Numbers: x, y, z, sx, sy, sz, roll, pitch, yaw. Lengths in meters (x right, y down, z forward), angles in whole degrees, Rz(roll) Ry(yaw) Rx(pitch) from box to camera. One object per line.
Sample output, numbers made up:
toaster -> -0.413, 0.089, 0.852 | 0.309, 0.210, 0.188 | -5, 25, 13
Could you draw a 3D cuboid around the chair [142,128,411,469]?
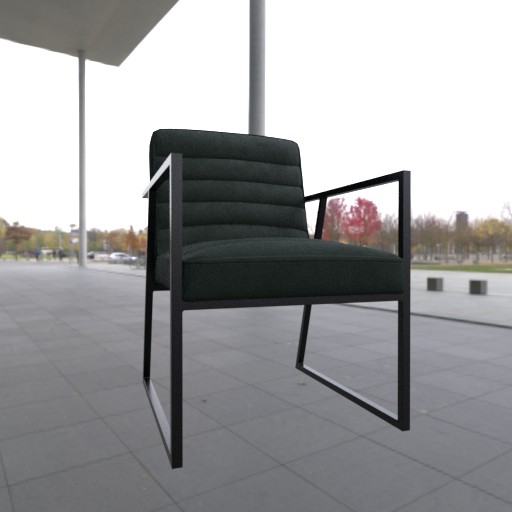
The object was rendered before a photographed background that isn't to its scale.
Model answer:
chair -> 0.000, 0.000, 1.251 | 0.571, 0.833, 0.677 | 0, 1, -19
